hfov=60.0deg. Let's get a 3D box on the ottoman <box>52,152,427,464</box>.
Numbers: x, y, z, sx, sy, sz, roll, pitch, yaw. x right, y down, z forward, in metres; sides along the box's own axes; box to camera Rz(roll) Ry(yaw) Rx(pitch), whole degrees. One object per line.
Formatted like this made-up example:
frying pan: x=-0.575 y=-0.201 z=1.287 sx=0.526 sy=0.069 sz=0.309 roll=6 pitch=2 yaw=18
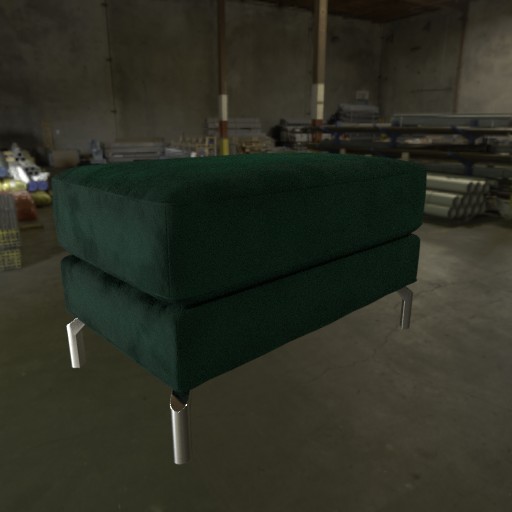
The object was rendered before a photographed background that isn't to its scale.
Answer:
ottoman: x=0.000 y=0.000 z=1.208 sx=0.886 sy=0.533 sz=0.536 roll=-15 pitch=22 yaw=-41
